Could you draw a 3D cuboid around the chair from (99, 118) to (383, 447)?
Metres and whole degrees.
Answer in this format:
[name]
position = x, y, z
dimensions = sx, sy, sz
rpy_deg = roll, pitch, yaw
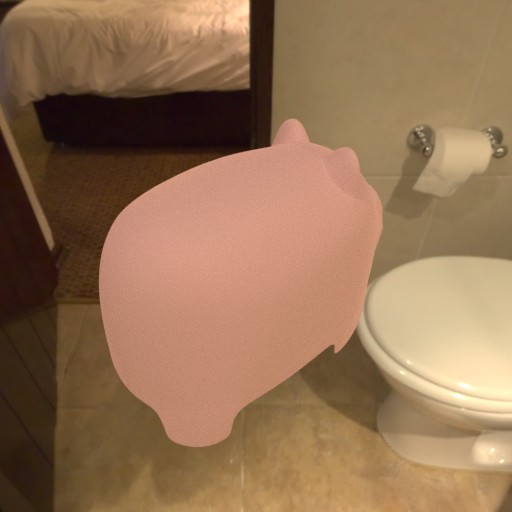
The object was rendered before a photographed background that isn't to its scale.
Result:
[chair]
position = 0.000, 0.000, 0.855
dimensions = 0.619, 0.423, 0.364
rpy_deg = -27, 49, -27
